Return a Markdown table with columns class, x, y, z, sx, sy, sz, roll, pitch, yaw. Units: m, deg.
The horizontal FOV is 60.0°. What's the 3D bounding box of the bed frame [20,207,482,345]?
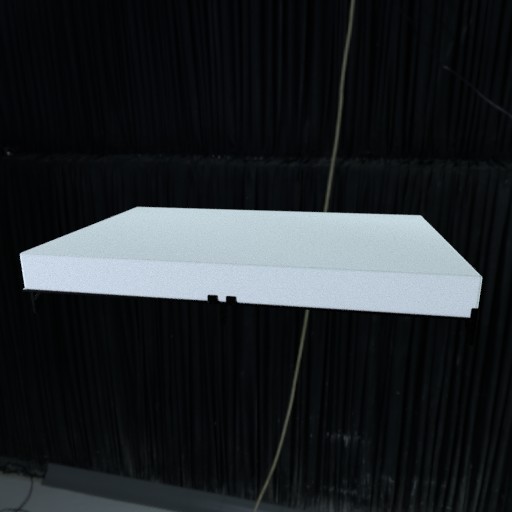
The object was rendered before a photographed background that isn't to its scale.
| class | x | y | z | sx | sy | sz | roll | pitch | yaw |
| --- | --- | --- | --- | --- | --- | --- | --- | --- | --- |
| bed frame | 0.000 | 0.000 | 3.758 | 2.987 | 0.440 | 1.930 | 3 | 16 | 9 |
